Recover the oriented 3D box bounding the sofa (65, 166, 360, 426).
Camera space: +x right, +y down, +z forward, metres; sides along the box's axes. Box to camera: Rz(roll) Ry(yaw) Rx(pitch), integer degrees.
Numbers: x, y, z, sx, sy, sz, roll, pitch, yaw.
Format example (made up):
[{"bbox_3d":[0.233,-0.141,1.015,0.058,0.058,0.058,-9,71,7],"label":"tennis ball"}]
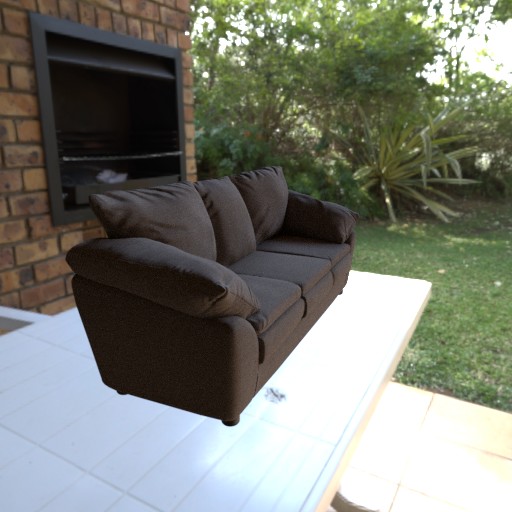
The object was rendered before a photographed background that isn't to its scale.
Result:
[{"bbox_3d":[0.000,0.000,2.887,0.927,1.043,2.390,7,16,24],"label":"sofa"}]
